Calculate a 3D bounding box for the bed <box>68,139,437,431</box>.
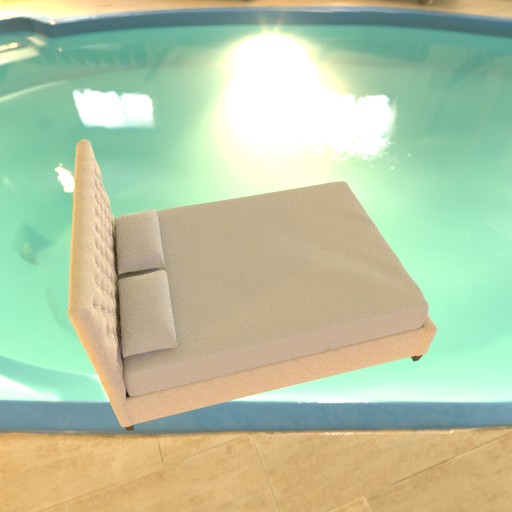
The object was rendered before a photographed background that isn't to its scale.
[{"bbox_3d":[0.000,0.000,3.461,2.387,1.427,1.698,-10,46,-10],"label":"bed"}]
